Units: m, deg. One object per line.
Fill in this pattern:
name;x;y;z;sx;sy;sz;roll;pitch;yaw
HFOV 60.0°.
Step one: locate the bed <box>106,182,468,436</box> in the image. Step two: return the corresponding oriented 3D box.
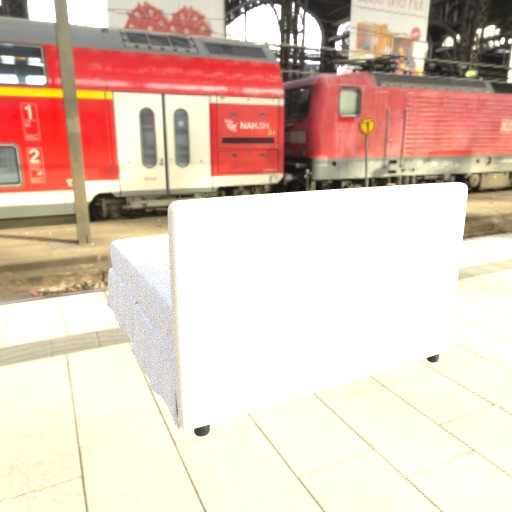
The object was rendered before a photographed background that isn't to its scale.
bed;0.000;0.000;3.652;2.119;1.317;2.341;-8;17;-26
